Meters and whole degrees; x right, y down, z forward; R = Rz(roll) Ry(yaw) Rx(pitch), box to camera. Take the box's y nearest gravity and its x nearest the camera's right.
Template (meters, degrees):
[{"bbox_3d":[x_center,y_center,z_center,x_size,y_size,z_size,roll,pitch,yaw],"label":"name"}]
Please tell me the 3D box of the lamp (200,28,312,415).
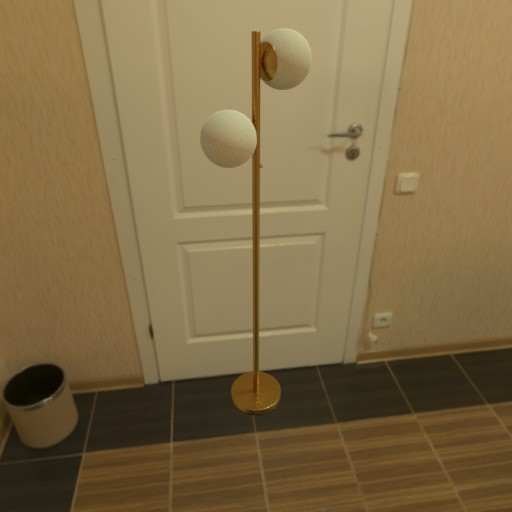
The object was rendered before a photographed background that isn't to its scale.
[{"bbox_3d":[0.000,0.000,1.802,0.419,1.641,0.249,-21,37,-31],"label":"lamp"}]
